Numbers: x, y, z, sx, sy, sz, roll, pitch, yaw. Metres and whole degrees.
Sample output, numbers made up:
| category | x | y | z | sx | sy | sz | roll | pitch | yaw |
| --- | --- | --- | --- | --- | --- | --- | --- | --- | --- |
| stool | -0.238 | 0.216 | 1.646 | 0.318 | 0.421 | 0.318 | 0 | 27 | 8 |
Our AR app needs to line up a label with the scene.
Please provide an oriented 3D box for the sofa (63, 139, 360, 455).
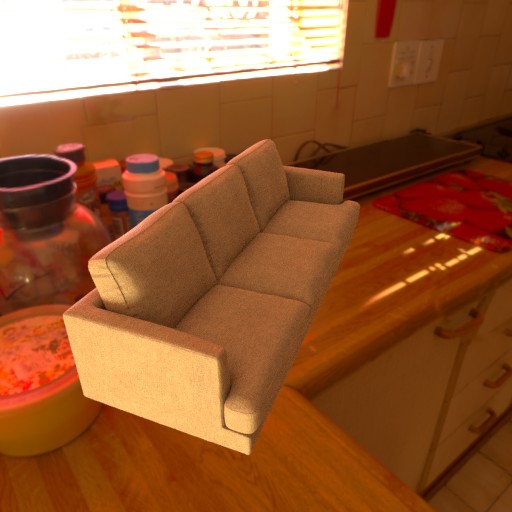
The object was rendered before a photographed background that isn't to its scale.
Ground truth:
| category | x | y | z | sx | sy | sz | roll | pitch | yaw |
| --- | --- | --- | --- | --- | --- | --- | --- | --- | --- |
| sofa | 0.000 | 0.000 | 2.739 | 0.903 | 0.930 | 2.246 | 11 | 32 | 19 |
